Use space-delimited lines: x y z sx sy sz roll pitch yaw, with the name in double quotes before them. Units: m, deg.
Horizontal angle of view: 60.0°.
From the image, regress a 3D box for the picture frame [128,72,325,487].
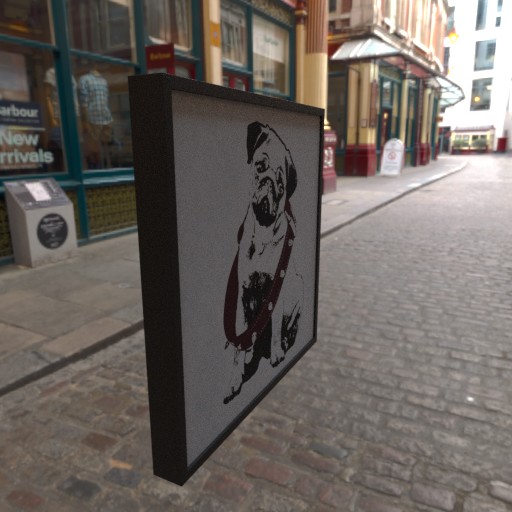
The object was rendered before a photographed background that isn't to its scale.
"picture frame" 0.000 0.000 0.468 0.030 0.317 0.317 7 15 27
